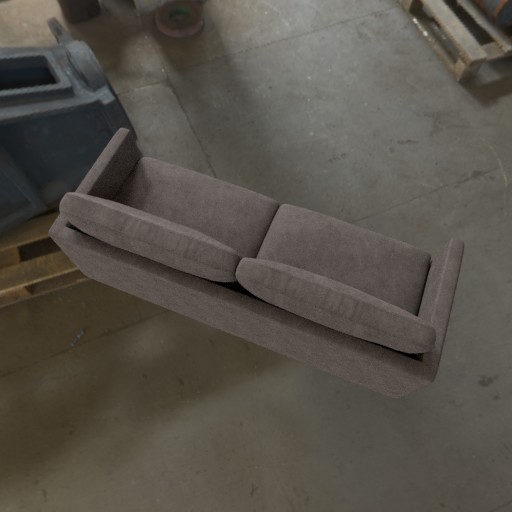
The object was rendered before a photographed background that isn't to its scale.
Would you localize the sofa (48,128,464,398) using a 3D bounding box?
[{"bbox_3d":[0.000,0.000,2.963,2.434,0.965,0.951,20,66,9],"label":"sofa"}]
